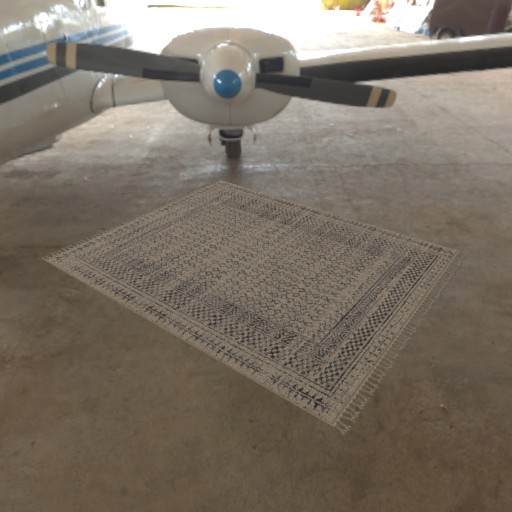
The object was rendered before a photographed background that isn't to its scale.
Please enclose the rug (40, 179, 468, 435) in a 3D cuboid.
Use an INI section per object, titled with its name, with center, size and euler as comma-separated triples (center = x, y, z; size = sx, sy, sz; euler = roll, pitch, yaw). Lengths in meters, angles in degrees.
[rug]
center = 0.000, 0.000, 3.838
size = 2.940, 0.013, 2.312
euler = 21, 37, 31
